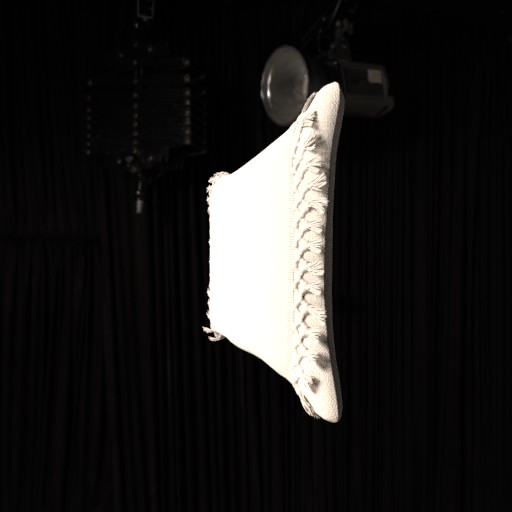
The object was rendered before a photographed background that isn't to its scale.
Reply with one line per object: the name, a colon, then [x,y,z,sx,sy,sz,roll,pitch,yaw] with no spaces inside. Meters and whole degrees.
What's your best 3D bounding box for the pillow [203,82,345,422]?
pillow: [0.000,0.000,0.599,0.084,0.305,0.466,0,0,-18]
